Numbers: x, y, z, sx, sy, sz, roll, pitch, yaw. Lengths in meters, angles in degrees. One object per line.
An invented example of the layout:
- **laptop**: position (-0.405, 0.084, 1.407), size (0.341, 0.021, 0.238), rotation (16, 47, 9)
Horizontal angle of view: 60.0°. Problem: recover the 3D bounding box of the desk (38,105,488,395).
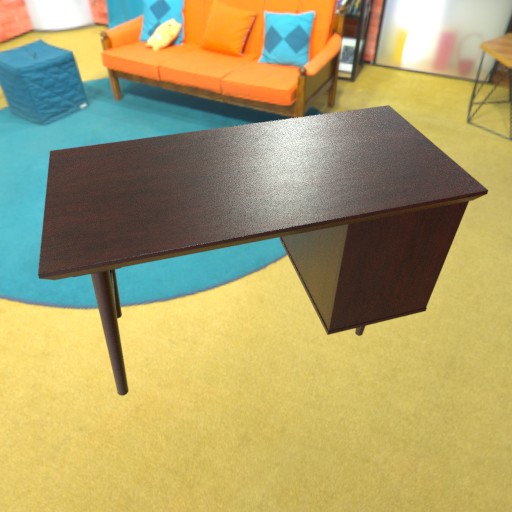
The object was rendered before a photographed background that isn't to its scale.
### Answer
- **desk**: position (0.000, 0.000, 1.674), size (1.277, 0.758, 0.612), rotation (-11, 44, -12)
